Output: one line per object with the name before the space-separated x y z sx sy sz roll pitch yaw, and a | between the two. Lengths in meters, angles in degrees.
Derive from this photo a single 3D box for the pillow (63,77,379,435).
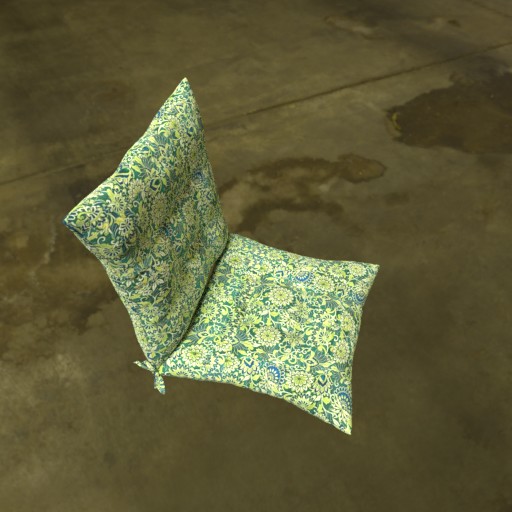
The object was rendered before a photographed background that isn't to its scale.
pillow | 0.000 0.000 1.007 0.585 0.536 0.541 13 49 11
